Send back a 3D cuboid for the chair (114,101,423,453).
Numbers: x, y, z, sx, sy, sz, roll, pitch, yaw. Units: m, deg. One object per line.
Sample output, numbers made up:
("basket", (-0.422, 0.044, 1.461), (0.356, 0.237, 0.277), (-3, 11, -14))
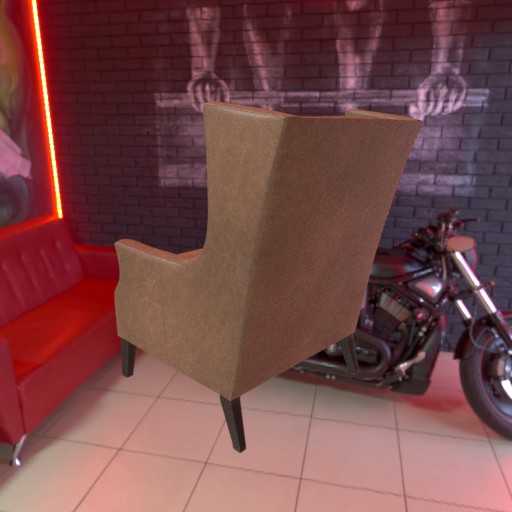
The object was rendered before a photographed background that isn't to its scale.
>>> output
("chair", (0.000, 0.000, 1.713), (0.815, 1.088, 0.913), (-15, 22, -43))
